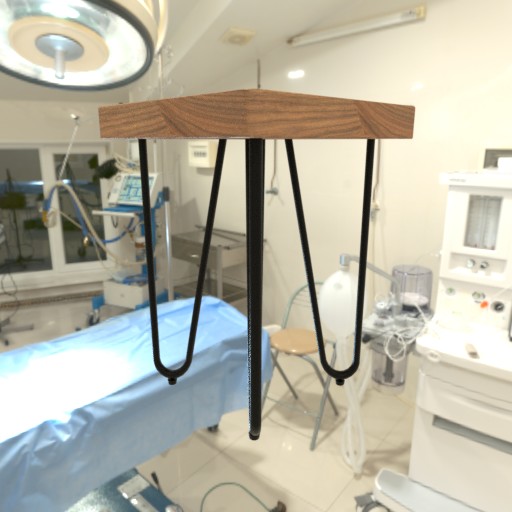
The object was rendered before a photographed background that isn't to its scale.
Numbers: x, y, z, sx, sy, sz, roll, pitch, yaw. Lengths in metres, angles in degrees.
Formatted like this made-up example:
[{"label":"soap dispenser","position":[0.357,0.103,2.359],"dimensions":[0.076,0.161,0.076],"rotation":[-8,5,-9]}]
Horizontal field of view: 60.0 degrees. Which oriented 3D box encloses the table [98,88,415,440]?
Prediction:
[{"label":"table","position":[0.000,0.000,1.002],"dimensions":[0.479,0.641,0.480],"rotation":[-14,20,-43]}]
